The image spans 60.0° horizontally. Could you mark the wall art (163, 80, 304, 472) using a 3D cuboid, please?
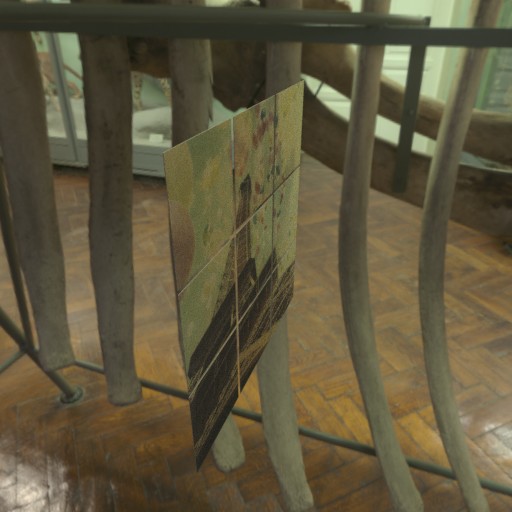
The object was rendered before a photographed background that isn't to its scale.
[{"bbox_3d":[0.000,0.000,2.290,0.002,1.505,1.517,11,31,18],"label":"wall art"}]
